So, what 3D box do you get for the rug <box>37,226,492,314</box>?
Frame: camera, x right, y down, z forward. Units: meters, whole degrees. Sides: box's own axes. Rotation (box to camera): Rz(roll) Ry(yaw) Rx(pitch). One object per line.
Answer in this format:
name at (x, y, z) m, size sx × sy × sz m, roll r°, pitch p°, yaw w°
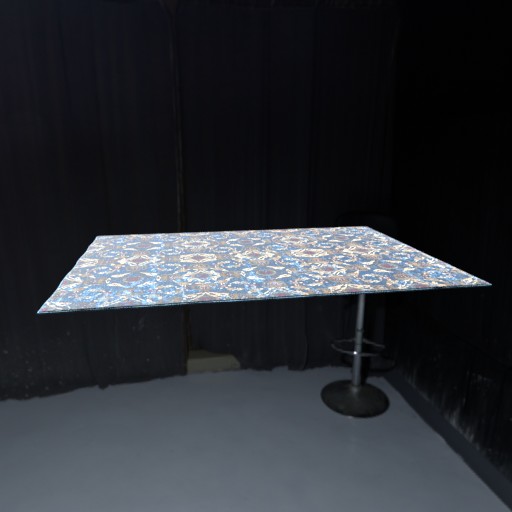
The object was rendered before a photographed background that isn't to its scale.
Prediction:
rug at (0.000, 0.000, 2.850) m, size 2.207 × 0.014 × 1.567 m, roll -3°, pitch 15°, yaw -10°
